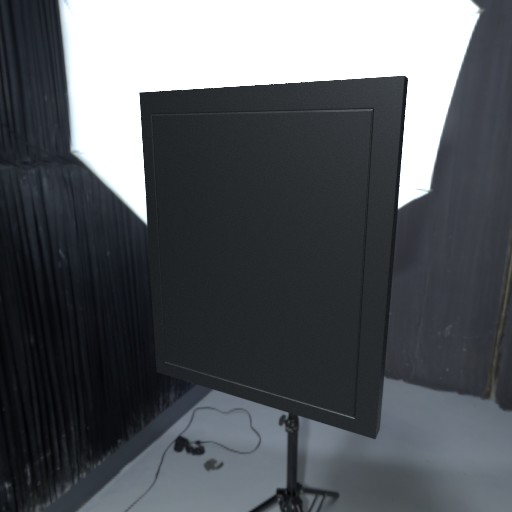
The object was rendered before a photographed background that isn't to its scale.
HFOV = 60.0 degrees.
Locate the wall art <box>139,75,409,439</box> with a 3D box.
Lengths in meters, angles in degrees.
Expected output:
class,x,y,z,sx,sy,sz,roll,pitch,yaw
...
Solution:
class,x,y,z,sx,sy,sz,roll,pitch,yaw
wall art,0.000,0.000,0.774,0.461,0.558,0.031,8,17,27
